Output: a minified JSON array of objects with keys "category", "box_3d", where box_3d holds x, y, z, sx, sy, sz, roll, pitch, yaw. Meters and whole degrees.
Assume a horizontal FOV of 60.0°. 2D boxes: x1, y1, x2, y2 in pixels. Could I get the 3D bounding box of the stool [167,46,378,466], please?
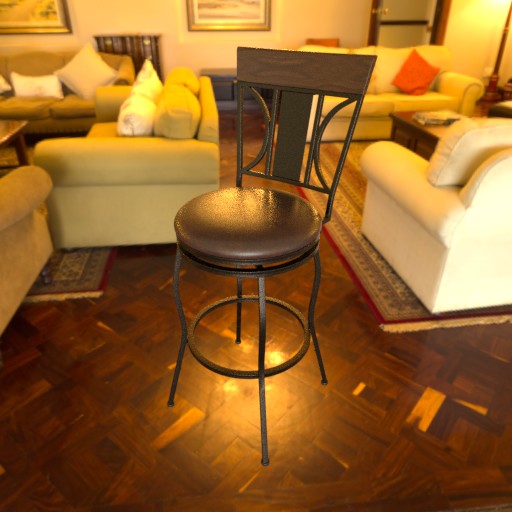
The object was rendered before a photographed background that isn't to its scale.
[{"category":"stool","box_3d":[0.000,0.000,1.377,0.448,1.130,0.513,19,35,29]}]
